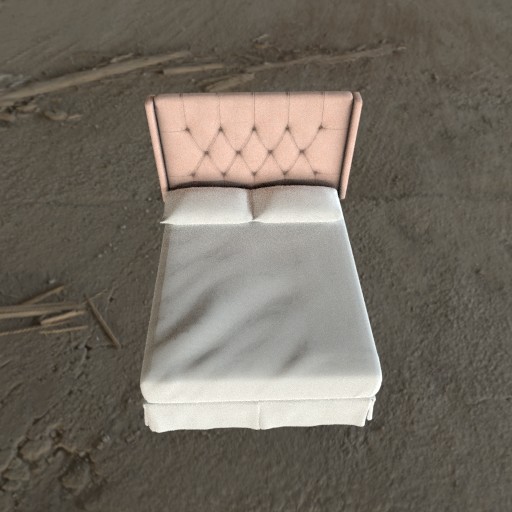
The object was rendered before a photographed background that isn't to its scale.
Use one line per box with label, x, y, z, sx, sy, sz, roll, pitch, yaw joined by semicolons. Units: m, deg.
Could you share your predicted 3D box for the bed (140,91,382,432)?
bed;0.000;0.000;3.431;1.719;1.665;2.066;-1;47;-1
